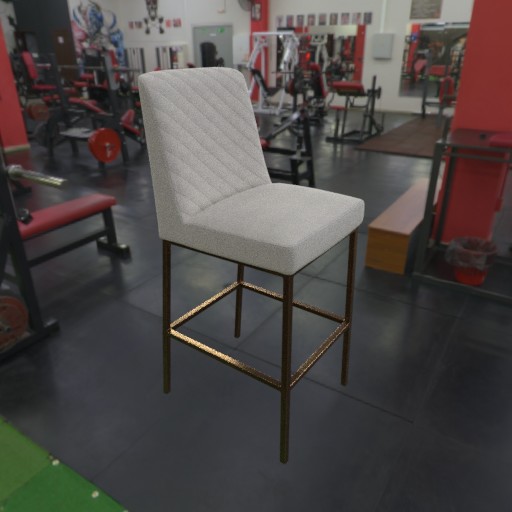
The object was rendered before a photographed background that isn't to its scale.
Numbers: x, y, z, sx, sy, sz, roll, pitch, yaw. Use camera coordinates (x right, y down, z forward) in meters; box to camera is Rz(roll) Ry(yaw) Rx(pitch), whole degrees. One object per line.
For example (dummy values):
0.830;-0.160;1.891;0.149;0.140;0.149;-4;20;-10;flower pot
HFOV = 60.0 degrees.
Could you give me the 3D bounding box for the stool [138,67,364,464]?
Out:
0.000;0.000;1.408;0.546;1.084;0.462;17;31;32;stool
